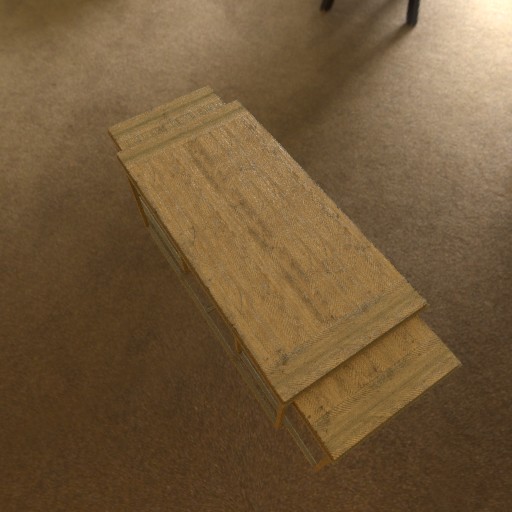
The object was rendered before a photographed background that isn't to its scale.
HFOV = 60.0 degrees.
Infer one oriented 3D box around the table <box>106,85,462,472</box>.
[{"bbox_3d":[0.000,0.000,1.519,0.489,0.427,1.312,-30,64,-16],"label":"table"}]
